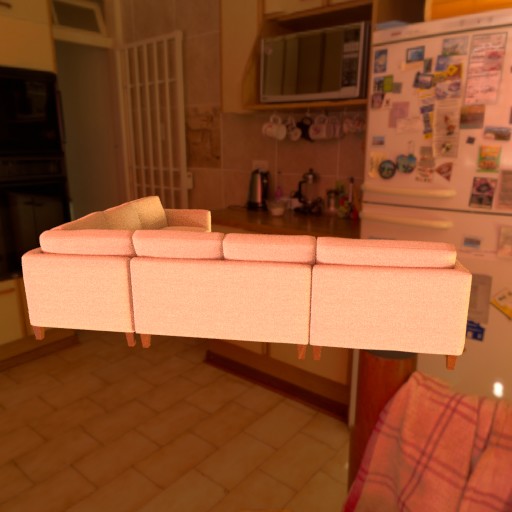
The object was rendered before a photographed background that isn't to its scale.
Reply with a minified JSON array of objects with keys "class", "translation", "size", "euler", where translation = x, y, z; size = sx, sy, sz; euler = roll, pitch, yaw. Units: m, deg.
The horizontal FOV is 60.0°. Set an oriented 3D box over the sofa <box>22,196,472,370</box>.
[{"class":"sofa","translation":[0.000,0.000,4.573],"size":[3.460,0.961,2.594],"euler":[2,15,9]}]
